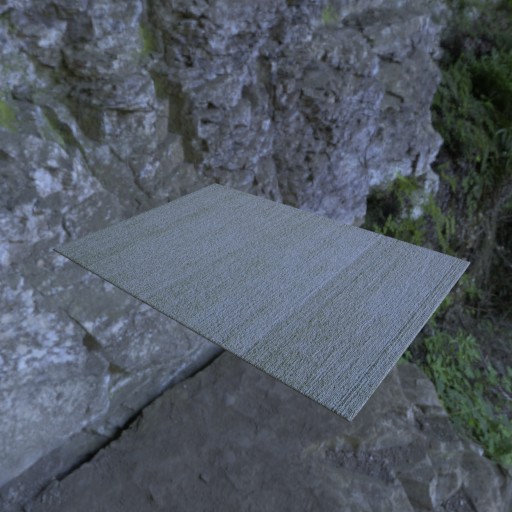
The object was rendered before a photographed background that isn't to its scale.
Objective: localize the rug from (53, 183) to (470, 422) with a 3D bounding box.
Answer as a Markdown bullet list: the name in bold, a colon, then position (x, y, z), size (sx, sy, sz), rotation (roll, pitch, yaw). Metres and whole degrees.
- **rug**: position (0.000, 0.000, 5.093), size (3.935, 0.025, 2.782), rotation (22, 37, 33)
